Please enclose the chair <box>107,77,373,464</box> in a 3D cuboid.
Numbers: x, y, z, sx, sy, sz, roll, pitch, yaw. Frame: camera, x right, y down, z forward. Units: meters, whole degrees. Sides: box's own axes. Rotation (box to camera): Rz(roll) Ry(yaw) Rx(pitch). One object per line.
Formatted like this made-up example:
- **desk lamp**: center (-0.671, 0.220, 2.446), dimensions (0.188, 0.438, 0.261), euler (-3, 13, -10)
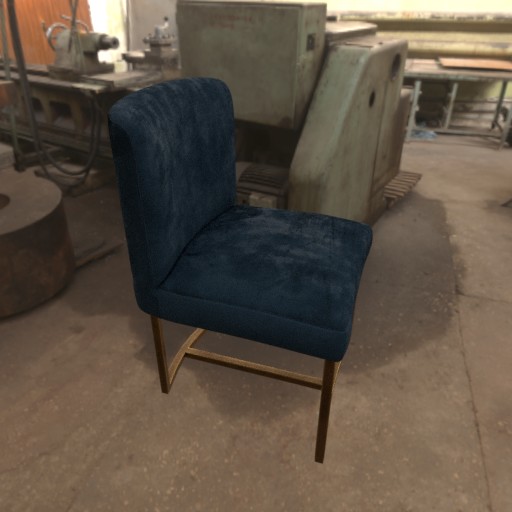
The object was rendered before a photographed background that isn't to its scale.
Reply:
- **chair**: center (0.000, 0.000, 1.164), dimensions (0.560, 0.824, 0.530), euler (10, 31, 16)
